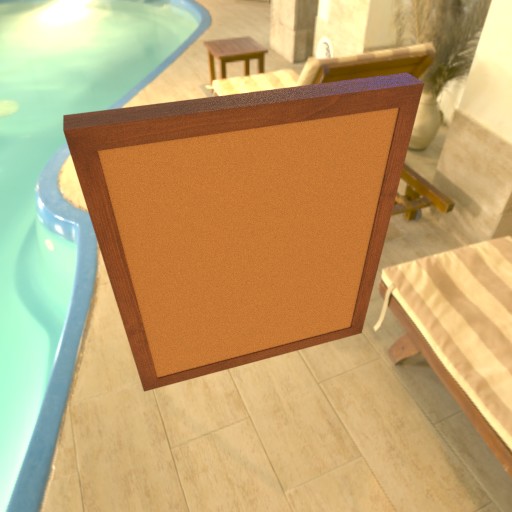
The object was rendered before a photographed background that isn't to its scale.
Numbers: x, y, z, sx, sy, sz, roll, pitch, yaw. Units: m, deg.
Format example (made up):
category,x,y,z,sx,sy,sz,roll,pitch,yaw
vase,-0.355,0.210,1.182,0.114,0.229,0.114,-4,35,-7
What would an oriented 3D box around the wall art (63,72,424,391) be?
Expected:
category,x,y,z,sx,sy,sz,roll,pitch,yaw
wall art,0.000,0.000,0.526,0.330,0.381,0.030,-12,43,-13
